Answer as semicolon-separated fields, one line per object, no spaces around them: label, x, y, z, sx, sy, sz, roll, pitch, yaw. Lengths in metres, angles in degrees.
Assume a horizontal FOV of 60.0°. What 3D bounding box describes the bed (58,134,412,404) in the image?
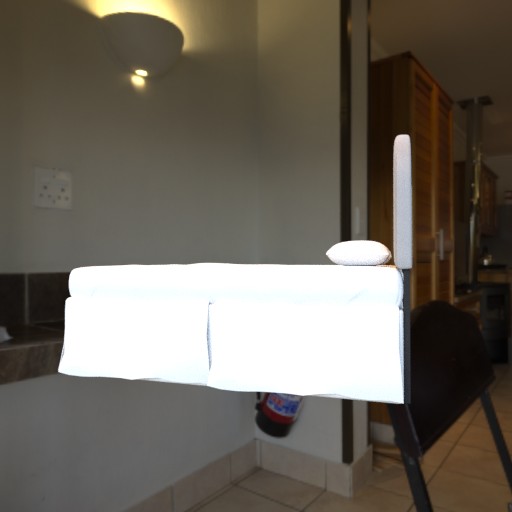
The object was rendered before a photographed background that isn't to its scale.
bed;0.000;0.000;3.065;2.005;1.410;1.607;0;-1;18
